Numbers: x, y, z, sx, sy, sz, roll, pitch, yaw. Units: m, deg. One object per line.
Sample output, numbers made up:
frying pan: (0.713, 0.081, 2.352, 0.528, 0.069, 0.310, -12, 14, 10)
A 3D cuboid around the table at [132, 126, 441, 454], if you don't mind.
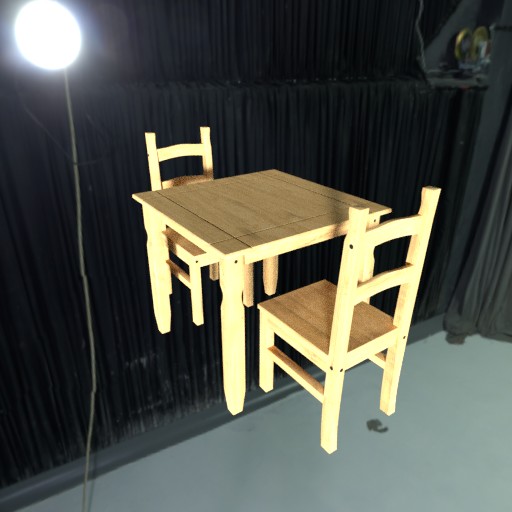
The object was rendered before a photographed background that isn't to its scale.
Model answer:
table: (0.000, 0.000, 2.049, 0.813, 0.942, 1.501, -16, 30, -31)
